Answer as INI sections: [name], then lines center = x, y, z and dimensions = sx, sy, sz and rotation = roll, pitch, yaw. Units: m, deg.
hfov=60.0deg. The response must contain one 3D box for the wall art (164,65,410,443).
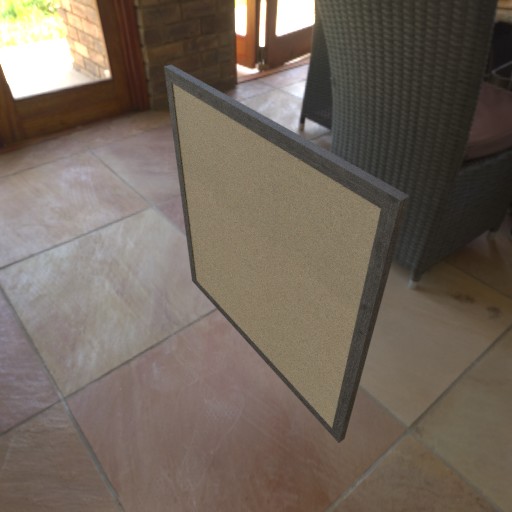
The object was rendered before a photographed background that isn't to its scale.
[wall art]
center = 0.000, 0.000, 0.692
dimensions = 0.013, 0.457, 0.457
rotation = -26, 47, -27
